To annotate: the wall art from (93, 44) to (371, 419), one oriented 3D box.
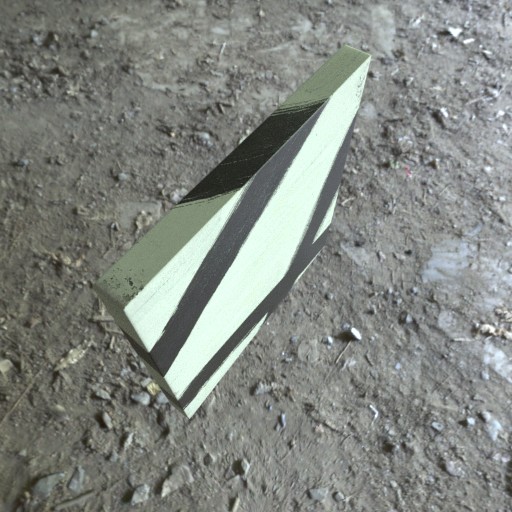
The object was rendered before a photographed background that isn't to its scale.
[{"bbox_3d":[0.000,0.000,0.763,0.050,0.508,0.507,32,63,18],"label":"wall art"}]
